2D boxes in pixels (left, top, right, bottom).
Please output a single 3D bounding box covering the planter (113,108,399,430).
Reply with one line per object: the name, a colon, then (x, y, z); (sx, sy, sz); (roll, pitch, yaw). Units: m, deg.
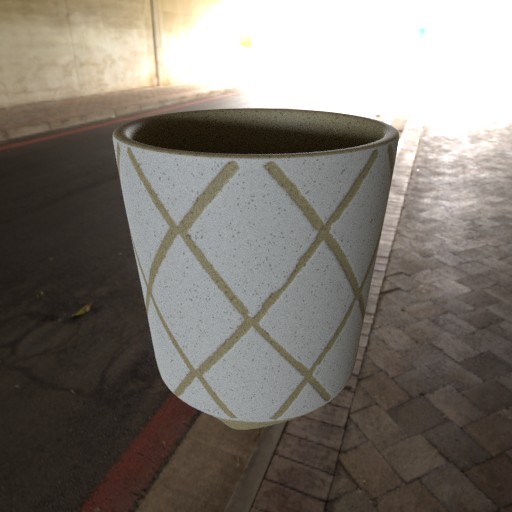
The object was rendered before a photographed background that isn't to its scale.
planter: (0.000, 0.000, 0.348); (0.191, 0.199, 0.191); (0, 25, 0)
